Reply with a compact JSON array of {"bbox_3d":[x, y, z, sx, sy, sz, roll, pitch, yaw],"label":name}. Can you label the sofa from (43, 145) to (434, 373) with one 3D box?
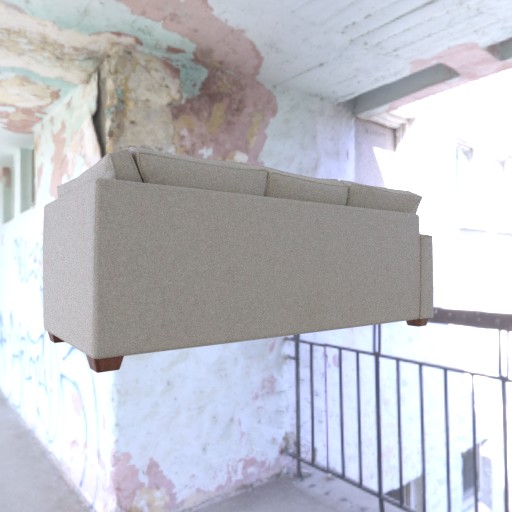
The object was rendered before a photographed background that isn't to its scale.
[{"bbox_3d":[0.000,0.000,2.812,2.317,0.962,1.061,1,-1,-37],"label":"sofa"}]
